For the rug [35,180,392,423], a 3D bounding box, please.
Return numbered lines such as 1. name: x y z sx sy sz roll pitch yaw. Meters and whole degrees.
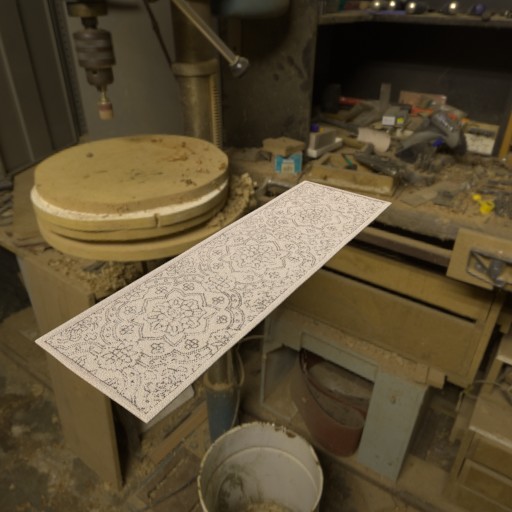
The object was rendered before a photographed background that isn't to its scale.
1. rug: 0.000 0.000 2.700 0.769 0.012 2.448 21 37 30
